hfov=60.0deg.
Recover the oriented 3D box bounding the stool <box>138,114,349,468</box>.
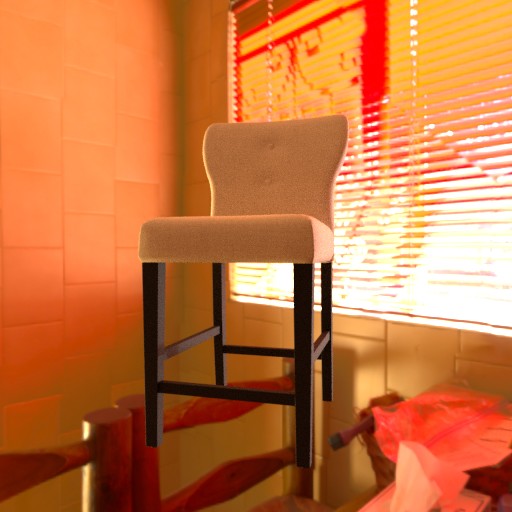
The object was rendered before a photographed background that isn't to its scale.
[{"bbox_3d":[0.000,0.000,1.333,0.514,0.972,0.603,0,0,16],"label":"stool"}]
